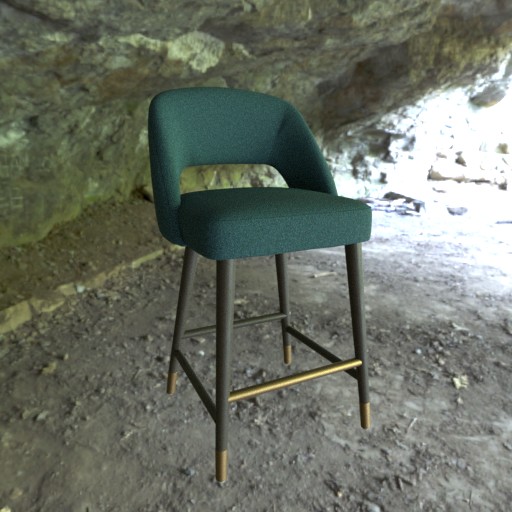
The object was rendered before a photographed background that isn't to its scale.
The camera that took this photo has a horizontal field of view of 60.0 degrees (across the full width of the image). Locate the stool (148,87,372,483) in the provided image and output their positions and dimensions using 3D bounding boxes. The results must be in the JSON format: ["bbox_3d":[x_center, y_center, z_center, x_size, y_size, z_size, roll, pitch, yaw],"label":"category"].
[{"bbox_3d":[0.000,0.000,1.246,0.536,0.939,0.522,-7,16,-26],"label":"stool"}]
